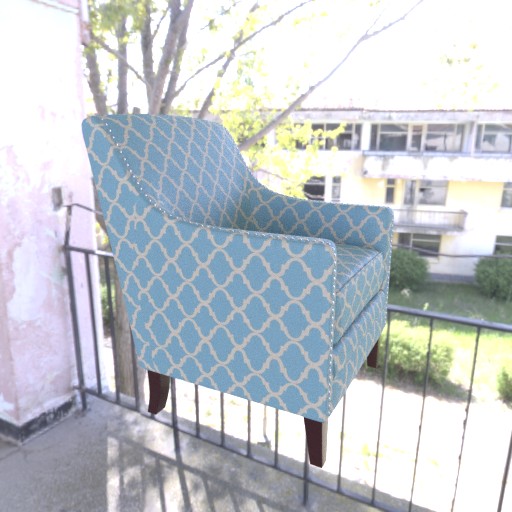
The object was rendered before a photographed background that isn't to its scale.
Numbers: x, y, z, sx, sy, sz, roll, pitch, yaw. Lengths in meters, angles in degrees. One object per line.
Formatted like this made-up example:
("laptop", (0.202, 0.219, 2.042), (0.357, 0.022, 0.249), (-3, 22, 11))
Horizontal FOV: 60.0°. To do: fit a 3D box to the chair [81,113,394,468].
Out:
("chair", (0.000, 0.000, 1.320), (0.686, 0.817, 0.617), (8, 16, 27))
